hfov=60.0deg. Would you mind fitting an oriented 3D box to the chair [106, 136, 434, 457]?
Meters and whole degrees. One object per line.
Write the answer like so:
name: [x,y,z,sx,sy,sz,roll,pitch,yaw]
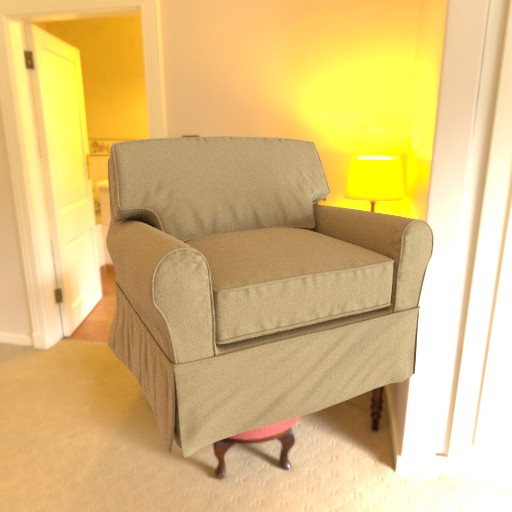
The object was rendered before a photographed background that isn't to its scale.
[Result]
chair: [0.000,0.000,1.802,1.096,0.937,0.903,-8,17,-26]
